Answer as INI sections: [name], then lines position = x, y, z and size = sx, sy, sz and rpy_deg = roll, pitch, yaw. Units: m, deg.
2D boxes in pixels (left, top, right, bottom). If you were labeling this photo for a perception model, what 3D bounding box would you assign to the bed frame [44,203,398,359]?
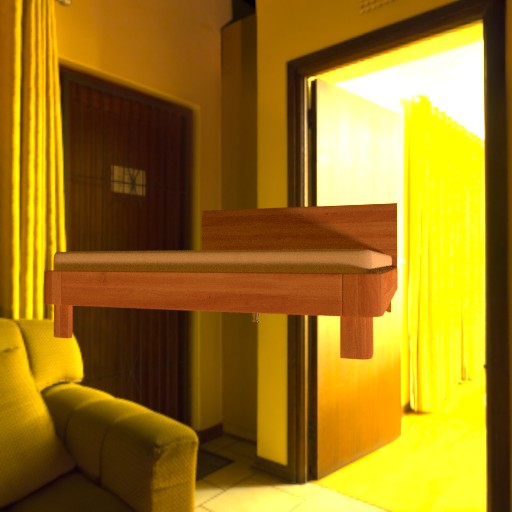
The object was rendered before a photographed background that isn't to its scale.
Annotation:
[bed frame]
position = 0.000, 0.000, 3.173
size = 1.872, 0.940, 2.092
rpy_deg = 0, -1, 19
